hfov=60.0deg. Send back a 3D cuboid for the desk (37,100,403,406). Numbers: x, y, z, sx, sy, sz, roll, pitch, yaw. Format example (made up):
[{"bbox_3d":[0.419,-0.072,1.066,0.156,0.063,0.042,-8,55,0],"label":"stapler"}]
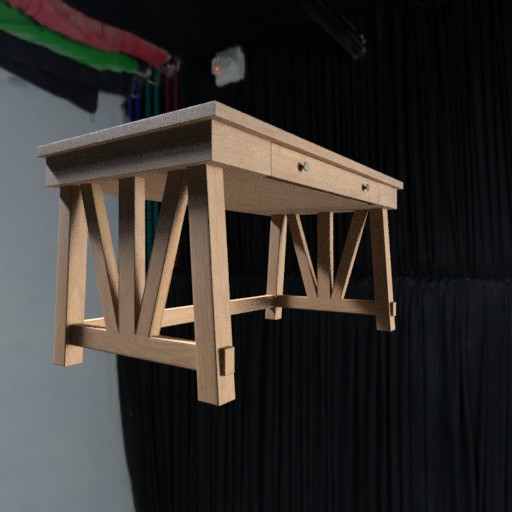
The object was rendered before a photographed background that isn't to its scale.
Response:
[{"bbox_3d":[0.000,0.000,1.925,0.813,0.762,1.499,0,0,35],"label":"desk"}]
